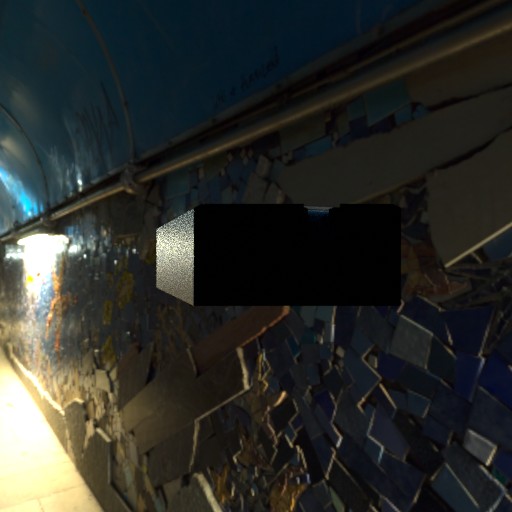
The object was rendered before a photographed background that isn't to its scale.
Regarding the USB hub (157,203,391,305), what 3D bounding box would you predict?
[{"bbox_3d":[0.000,0.000,0.127,0.044,0.023,0.110,0,-1,-19],"label":"USB hub"}]
